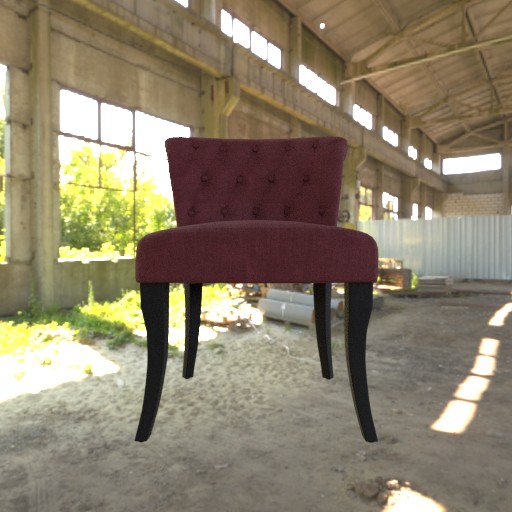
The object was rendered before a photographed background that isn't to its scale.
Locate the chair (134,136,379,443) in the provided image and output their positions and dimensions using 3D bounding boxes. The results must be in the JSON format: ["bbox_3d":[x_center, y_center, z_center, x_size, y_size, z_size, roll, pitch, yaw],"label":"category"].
[{"bbox_3d":[0.000,0.000,1.188,0.582,0.750,0.605,0,1,0],"label":"chair"}]
